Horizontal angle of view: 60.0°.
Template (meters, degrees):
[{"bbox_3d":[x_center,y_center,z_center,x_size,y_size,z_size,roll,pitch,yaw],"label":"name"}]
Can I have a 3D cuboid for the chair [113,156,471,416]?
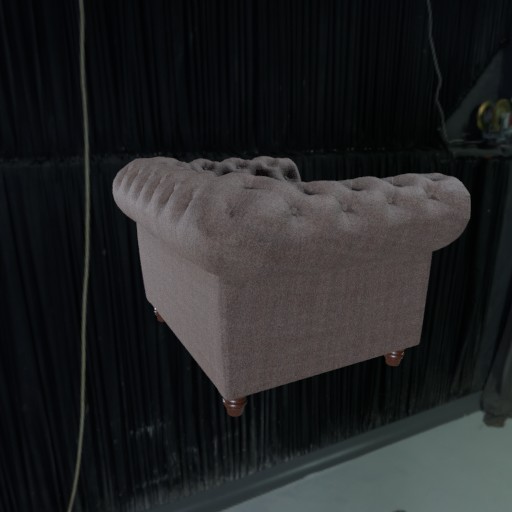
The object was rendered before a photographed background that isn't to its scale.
[{"bbox_3d":[0.000,0.000,1.848,0.945,0.780,1.298,-8,18,-26],"label":"chair"}]
